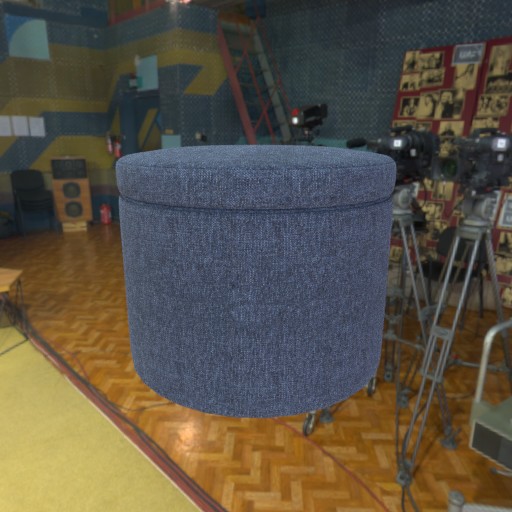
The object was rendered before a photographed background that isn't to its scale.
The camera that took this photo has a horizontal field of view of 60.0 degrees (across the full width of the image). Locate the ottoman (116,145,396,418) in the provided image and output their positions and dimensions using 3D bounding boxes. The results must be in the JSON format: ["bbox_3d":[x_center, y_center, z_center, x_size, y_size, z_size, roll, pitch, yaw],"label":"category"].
[{"bbox_3d":[0.000,0.000,0.872,0.500,0.419,0.500,0,16,0],"label":"ottoman"}]
